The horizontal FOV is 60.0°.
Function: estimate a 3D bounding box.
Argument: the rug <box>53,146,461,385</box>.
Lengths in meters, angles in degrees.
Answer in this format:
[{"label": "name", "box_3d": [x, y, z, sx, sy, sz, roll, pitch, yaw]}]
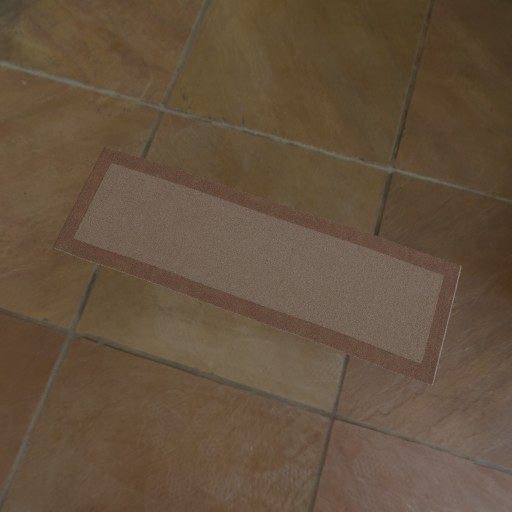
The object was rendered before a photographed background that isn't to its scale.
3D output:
[{"label": "rug", "box_3d": [0.000, 0.000, 2.754, 2.430, 0.012, 0.767, 19, 75, 6]}]
